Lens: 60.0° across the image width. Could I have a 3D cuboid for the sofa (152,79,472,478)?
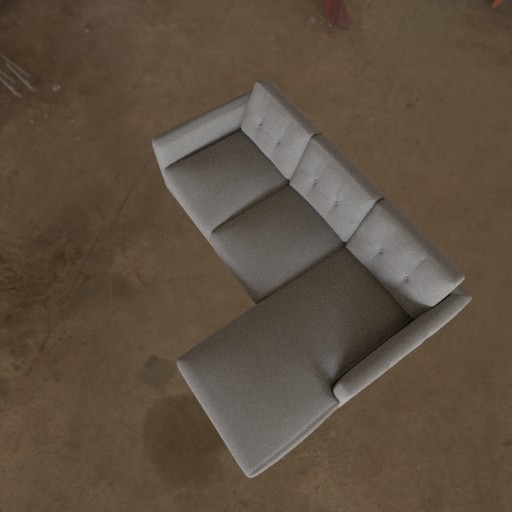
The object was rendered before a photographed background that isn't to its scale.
[{"bbox_3d":[0.000,0.000,2.795,1.530,0.860,2.040,-33,68,-15],"label":"sofa"}]
